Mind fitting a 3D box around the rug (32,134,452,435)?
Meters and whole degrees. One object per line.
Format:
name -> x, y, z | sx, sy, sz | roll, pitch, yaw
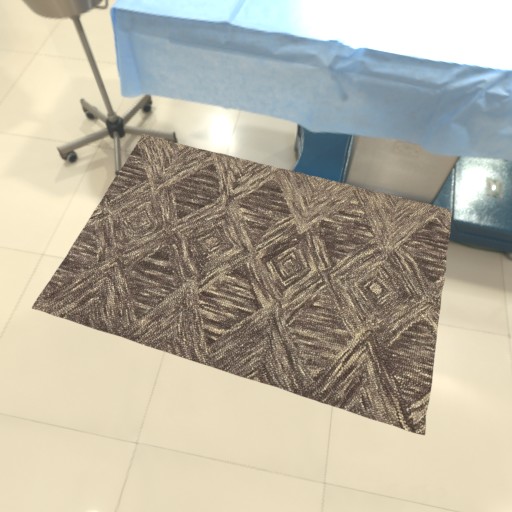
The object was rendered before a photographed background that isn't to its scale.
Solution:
rug -> 0.000, 0.000, 2.208 | 1.814, 0.012, 1.186 | 16, 60, 9
